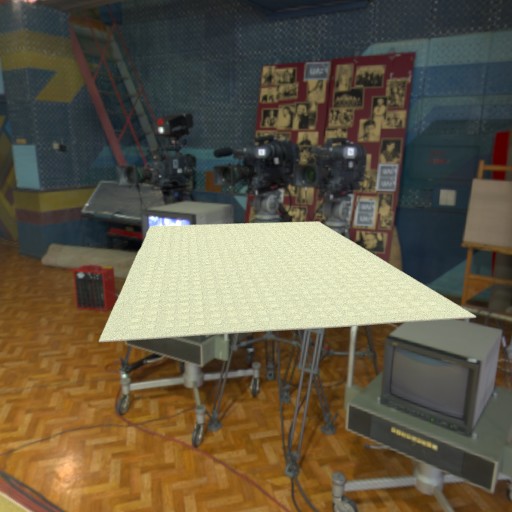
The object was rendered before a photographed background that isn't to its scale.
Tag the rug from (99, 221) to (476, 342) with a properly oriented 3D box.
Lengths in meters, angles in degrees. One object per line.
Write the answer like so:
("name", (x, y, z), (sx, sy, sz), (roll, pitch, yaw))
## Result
("rug", (0.000, 0.000, 2.144), (1.143, 0.006, 1.747), (-2, 15, -8))
